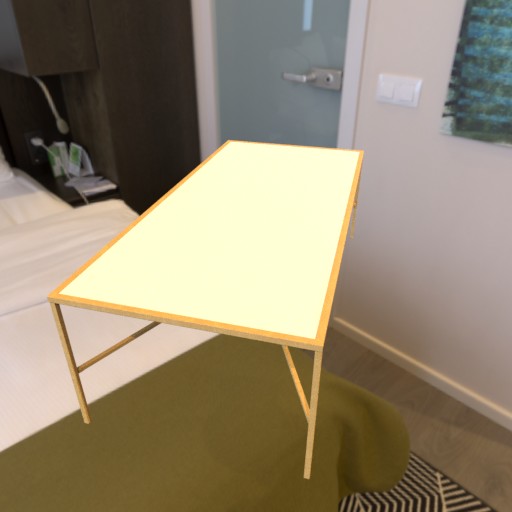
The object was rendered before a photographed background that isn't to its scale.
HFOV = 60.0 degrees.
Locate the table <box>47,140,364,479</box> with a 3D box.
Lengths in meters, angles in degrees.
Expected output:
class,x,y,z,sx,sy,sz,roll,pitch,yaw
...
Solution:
class,x,y,z,sx,sy,sz,roll,pitch,yaw
table,0.000,0.000,1.466,0.580,0.398,1.206,8,31,13
